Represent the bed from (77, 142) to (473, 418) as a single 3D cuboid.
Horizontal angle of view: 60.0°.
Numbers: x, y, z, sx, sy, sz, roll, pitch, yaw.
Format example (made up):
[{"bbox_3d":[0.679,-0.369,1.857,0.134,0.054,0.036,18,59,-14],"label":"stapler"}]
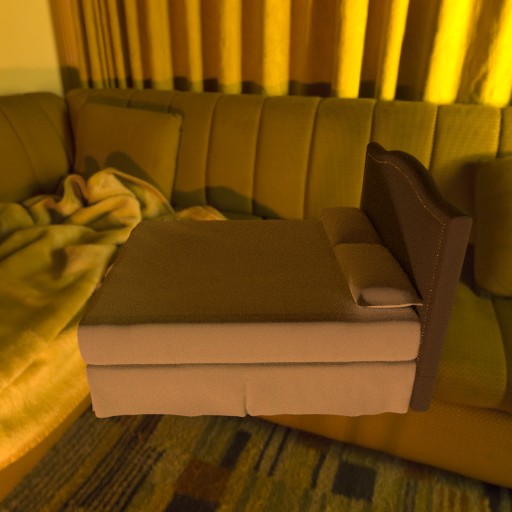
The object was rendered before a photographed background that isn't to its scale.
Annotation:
[{"bbox_3d":[0.000,0.000,3.061,2.036,1.387,1.666,0,26,-1],"label":"bed"}]
